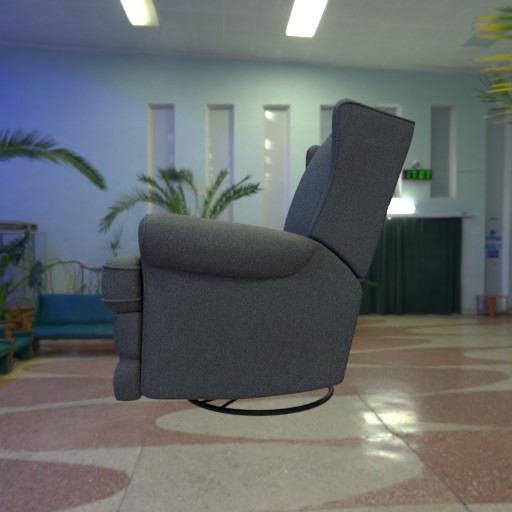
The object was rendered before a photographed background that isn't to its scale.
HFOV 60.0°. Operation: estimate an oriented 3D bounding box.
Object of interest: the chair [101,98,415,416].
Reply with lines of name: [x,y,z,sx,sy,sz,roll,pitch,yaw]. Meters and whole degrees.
chair: [0.000,0.000,1.681,0.969,1.011,0.847,0,1,-1]
